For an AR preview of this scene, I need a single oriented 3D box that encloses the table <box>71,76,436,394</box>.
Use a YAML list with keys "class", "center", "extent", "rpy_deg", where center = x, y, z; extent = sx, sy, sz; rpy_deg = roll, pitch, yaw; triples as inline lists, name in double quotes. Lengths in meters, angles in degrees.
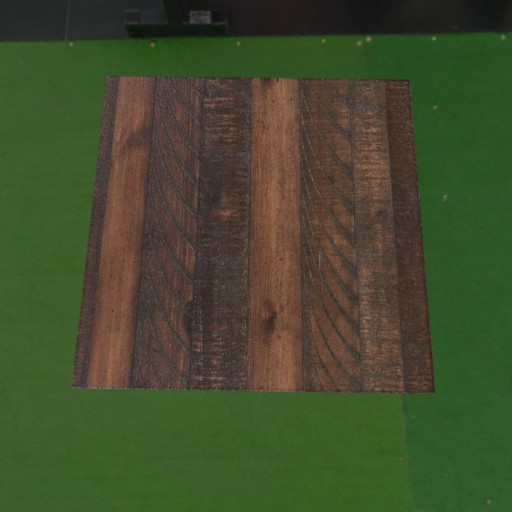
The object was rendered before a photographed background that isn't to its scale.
- class: "table"
  center: [0.000, 0.000, 0.973]
  extent: [0.553, 0.482, 0.548]
  rpy_deg: [1, 76, 0]
